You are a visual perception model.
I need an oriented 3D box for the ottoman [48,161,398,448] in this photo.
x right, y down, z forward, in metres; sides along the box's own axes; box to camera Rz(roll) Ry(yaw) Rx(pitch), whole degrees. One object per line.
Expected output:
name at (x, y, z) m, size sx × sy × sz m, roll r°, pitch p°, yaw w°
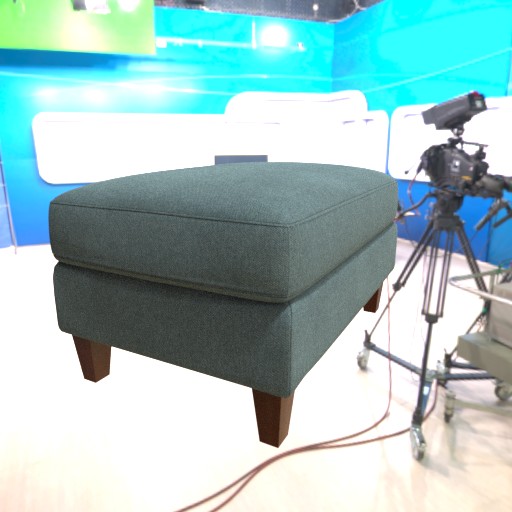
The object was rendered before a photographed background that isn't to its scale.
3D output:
ottoman at (0.000, 0.000, 1.193) m, size 0.584 × 0.483 × 0.864 m, roll 8°, pitch 17°, yaw 27°
